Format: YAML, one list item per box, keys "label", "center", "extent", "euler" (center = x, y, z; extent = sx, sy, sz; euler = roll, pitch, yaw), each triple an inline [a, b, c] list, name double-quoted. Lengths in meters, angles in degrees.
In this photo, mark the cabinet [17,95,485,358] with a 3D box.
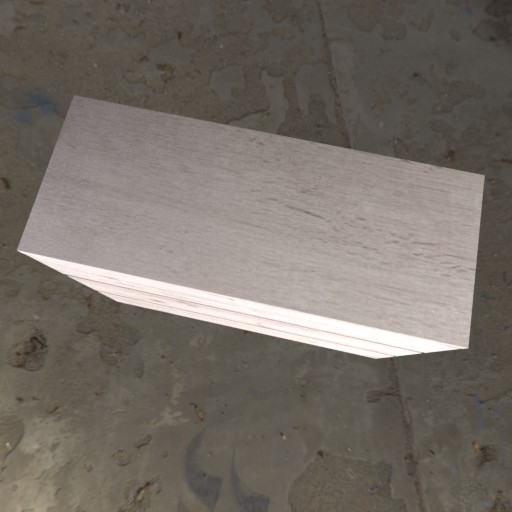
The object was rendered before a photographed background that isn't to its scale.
- label: "cabinet"
  center: [0.000, 0.000, 1.444]
  extent: [1.040, 0.820, 0.420]
  euler: [12, 76, 3]
